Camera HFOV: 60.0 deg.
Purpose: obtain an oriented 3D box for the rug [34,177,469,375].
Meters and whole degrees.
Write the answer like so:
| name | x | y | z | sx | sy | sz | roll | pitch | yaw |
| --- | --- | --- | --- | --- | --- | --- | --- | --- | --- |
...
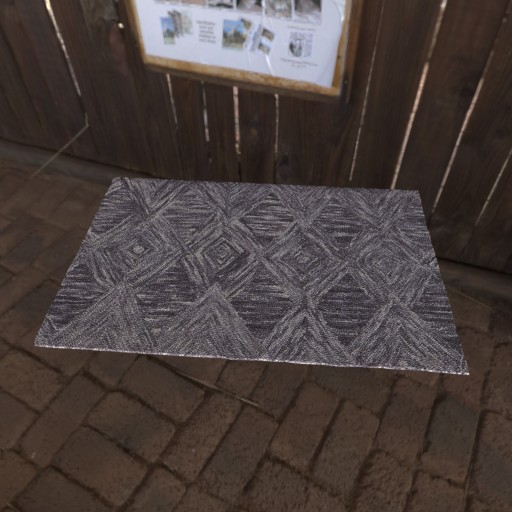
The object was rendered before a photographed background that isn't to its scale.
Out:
| name | x | y | z | sx | sy | sz | roll | pitch | yaw |
| --- | --- | --- | --- | --- | --- | --- | --- | --- | --- |
| rug | 0.000 | 0.000 | 2.232 | 1.814 | 0.012 | 1.186 | 3 | 46 | 3 |
